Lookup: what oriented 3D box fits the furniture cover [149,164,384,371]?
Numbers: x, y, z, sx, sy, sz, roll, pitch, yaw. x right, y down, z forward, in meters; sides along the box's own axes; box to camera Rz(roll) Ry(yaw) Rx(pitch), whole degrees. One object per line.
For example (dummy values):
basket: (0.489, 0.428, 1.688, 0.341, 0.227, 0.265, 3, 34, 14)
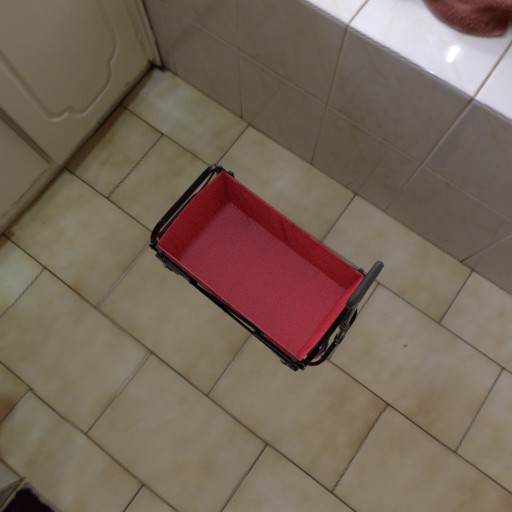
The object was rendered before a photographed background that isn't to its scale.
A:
furniture cover: (0.000, 0.000, 1.839, 1.038, 1.295, 0.532, 38, 79, 9)
